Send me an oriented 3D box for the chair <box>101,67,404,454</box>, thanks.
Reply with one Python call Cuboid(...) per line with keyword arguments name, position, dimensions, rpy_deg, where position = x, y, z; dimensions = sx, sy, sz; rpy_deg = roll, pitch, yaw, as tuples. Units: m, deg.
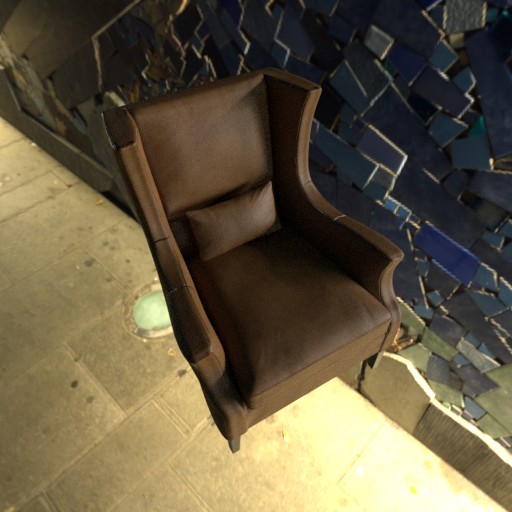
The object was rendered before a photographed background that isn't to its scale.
Cuboid(name="chair", position=(0.000, 0.000, 1.685), dimensions=(0.852, 1.016, 0.925), rpy_deg=(-24, 51, -21))
